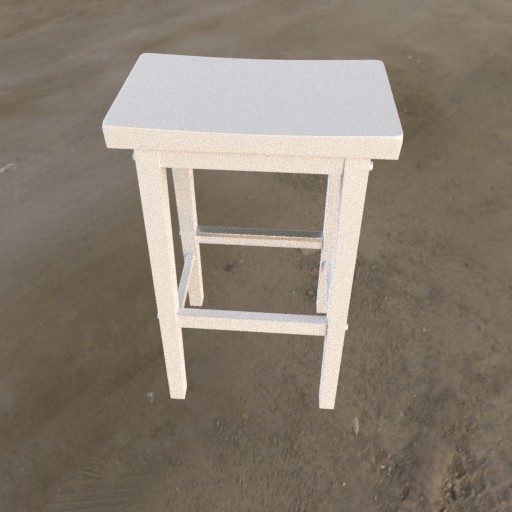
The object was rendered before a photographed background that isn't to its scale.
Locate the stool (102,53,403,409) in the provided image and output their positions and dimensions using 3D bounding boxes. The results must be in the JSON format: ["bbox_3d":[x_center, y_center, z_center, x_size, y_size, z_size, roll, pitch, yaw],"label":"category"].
[{"bbox_3d":[0.000,0.000,0.938,0.406,0.742,0.322,3,48,3],"label":"stool"}]
